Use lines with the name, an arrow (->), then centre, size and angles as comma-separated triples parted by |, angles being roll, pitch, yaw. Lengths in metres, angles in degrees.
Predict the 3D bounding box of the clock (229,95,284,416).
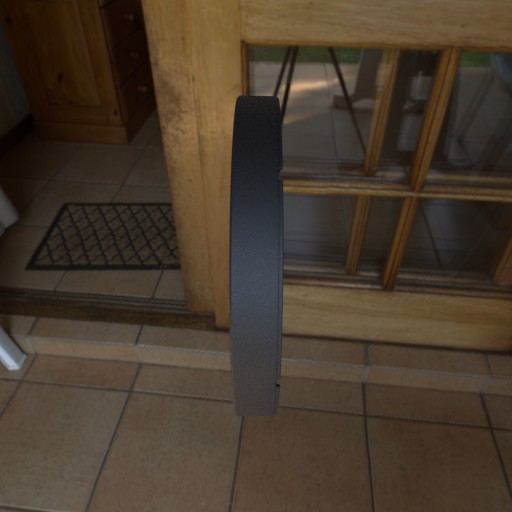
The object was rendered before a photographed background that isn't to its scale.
clock -> 0.000, 0.000, 0.431 | 0.040, 0.293, 0.293 | 0, 41, 0
